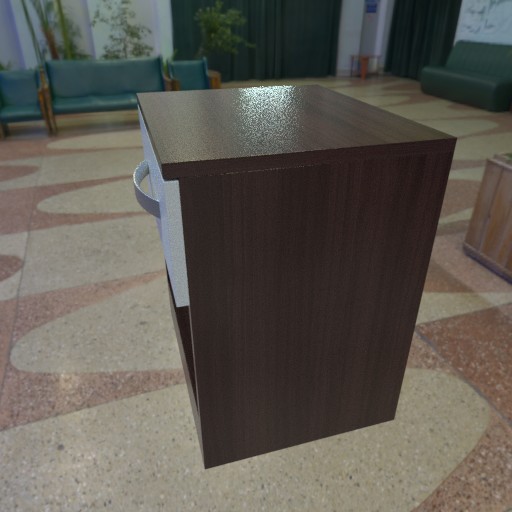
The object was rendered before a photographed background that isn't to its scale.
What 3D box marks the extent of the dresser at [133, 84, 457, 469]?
[{"bbox_3d":[0.000,0.000,0.743,0.360,0.470,0.400,-8,31,-14],"label":"dresser"}]
